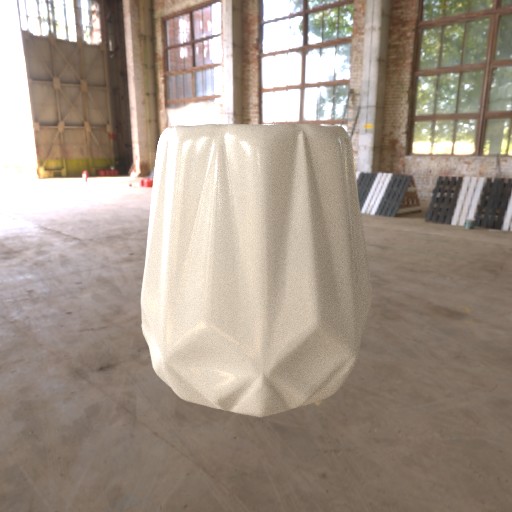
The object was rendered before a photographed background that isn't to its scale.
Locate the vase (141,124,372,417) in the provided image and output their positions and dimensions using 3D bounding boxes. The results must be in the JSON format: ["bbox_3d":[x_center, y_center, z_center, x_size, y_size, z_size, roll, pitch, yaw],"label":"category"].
[{"bbox_3d":[0.000,0.000,0.270,0.141,0.152,0.141,0,14,0],"label":"vase"}]
